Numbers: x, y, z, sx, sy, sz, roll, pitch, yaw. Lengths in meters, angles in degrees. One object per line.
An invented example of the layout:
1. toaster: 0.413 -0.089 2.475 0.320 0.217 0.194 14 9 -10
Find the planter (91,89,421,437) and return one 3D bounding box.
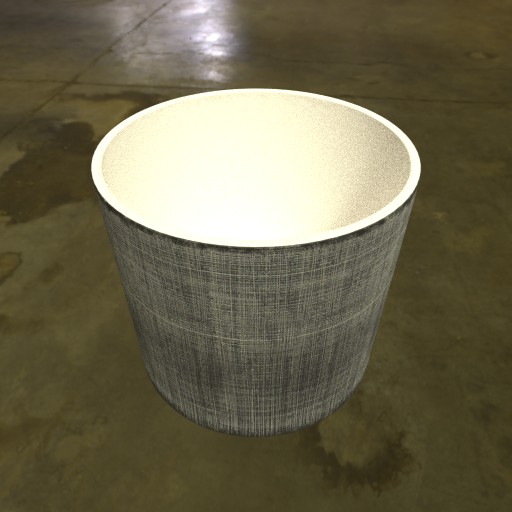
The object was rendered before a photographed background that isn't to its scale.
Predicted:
1. planter: 0.000 0.000 0.373 0.221 0.201 0.221 0 41 0
